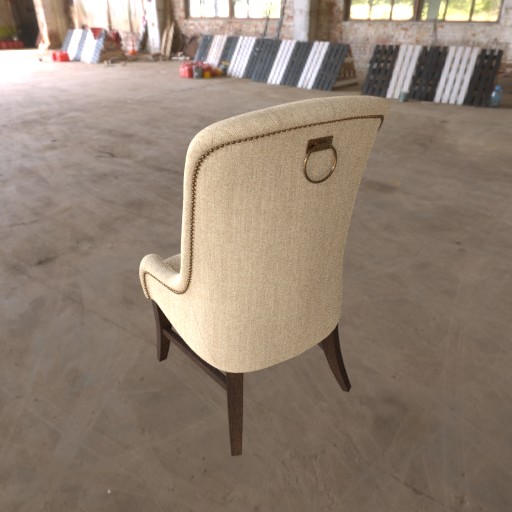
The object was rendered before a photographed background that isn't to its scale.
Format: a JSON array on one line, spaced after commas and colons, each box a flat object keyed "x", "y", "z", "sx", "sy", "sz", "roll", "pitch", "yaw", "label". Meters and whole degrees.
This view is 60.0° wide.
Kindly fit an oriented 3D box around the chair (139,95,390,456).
[{"x": 0.000, "y": 0.000, "z": 1.493, "sx": 0.634, "sy": 1.091, "sz": 0.629, "roll": -18, "pitch": 34, "yaw": -29, "label": "chair"}]
